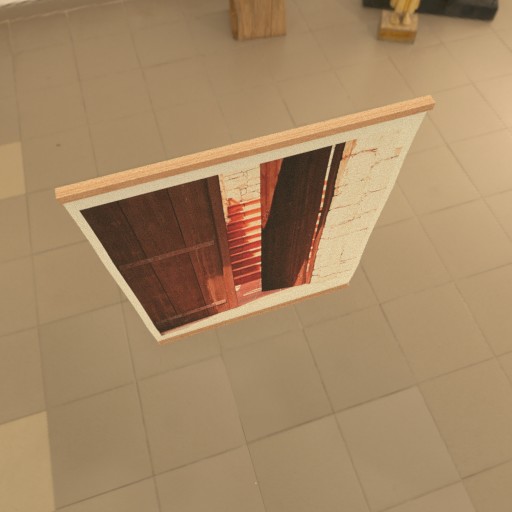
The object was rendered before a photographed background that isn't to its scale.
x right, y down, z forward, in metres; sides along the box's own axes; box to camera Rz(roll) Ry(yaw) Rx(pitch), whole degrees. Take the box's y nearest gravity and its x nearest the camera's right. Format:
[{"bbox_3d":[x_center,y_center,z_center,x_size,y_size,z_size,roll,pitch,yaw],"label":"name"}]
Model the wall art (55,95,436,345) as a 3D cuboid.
[{"bbox_3d":[0.000,0.000,0.681,0.406,0.508,0.013,-16,64,-8],"label":"wall art"}]
